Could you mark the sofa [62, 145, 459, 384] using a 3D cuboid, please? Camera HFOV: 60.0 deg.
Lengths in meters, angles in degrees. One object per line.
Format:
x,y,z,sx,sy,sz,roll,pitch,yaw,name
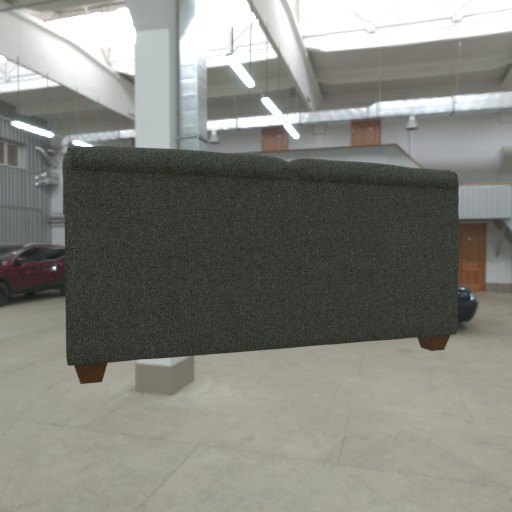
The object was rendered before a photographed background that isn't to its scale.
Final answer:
0.000,0.000,2.394,1.846,0.958,0.998,-1,2,-19,sofa
